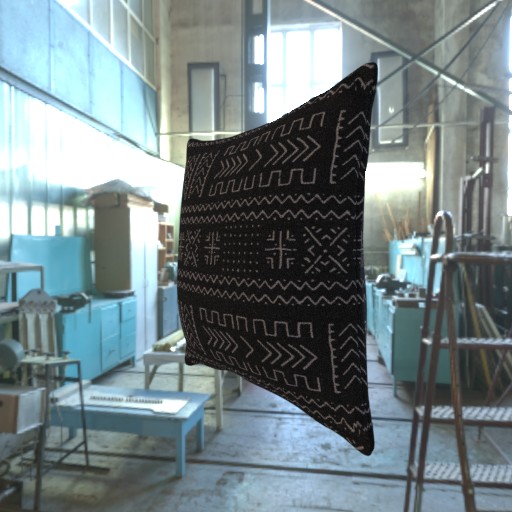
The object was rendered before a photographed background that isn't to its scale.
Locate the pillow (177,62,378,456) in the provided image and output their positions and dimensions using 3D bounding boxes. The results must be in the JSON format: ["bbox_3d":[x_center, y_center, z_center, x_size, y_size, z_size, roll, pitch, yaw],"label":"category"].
[{"bbox_3d":[0.000,0.000,0.655,0.164,0.430,0.438,-1,2,-36],"label":"pillow"}]
